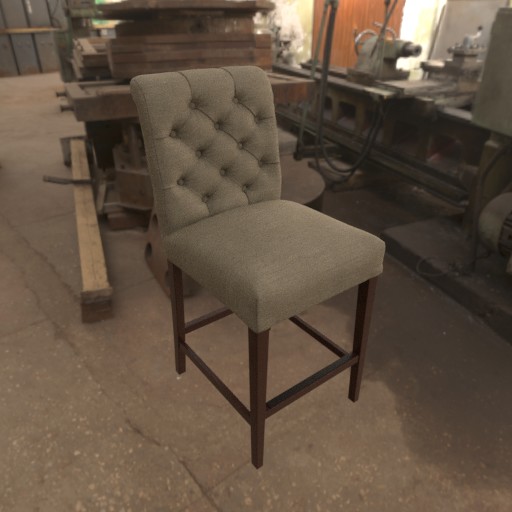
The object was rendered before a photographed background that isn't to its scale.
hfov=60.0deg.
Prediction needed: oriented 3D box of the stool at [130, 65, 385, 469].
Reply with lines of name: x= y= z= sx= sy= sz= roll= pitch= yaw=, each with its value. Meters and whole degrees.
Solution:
stool: x=0.000 y=0.000 z=1.450 sx=0.486 sy=1.084 sz=0.660 roll=-20 pitch=35 yaw=-32
